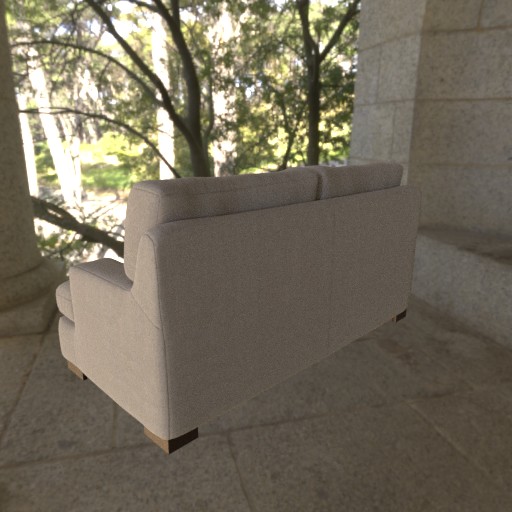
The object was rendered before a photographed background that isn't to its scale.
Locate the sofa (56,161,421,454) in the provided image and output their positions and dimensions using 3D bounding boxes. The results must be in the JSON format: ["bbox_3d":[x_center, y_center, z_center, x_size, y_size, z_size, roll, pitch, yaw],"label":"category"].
[{"bbox_3d":[0.000,0.000,2.392,1.855,0.980,0.962,-15,21,-43],"label":"sofa"}]
